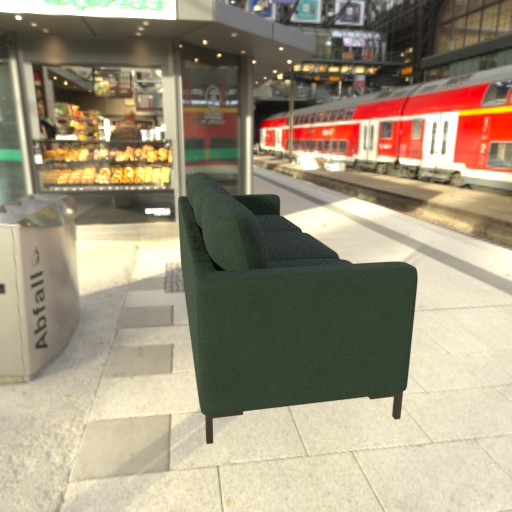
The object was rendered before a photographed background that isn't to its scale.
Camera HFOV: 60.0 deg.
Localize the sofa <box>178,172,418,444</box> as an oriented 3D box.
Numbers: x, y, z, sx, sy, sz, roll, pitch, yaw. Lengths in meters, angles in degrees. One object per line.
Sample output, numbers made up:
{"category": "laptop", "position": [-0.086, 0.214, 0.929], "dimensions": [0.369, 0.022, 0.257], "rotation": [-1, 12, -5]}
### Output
{"category": "sofa", "position": [0.000, 0.000, 2.684], "dimensions": [0.859, 0.870, 2.218], "rotation": [-3, 15, -11]}
